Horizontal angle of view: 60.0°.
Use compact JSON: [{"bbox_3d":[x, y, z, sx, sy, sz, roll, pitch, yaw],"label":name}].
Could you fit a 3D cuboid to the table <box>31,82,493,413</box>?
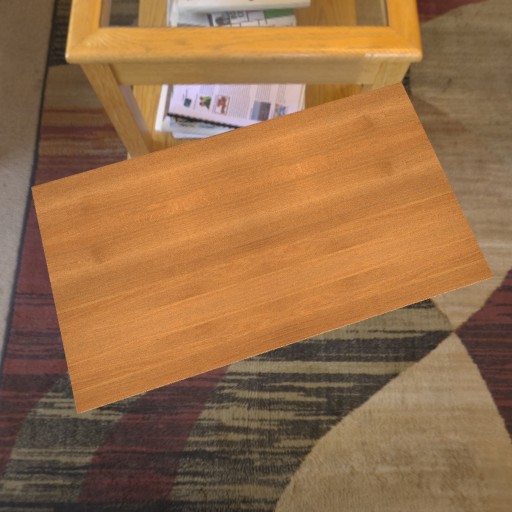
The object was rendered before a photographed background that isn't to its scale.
[{"bbox_3d":[0.000,0.000,2.087,1.600,0.750,0.900,-17,75,-5],"label":"table"}]
